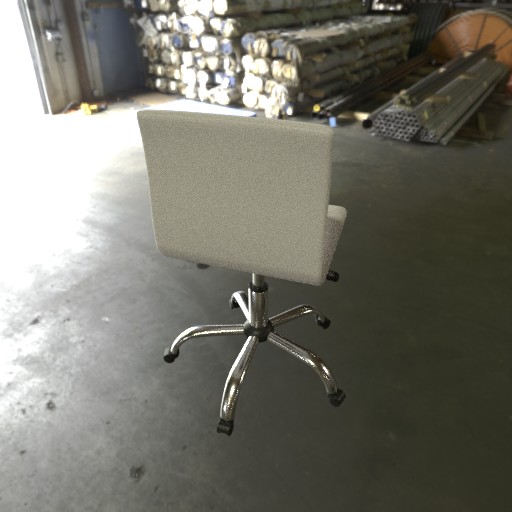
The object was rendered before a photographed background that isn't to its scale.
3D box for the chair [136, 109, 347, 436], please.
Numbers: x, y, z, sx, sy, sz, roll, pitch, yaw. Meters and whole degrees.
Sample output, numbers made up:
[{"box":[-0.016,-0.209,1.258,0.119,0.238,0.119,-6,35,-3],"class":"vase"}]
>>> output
[{"box":[0.000,0.000,1.137,0.556,0.780,0.530,10,33,16],"class":"chair"}]
